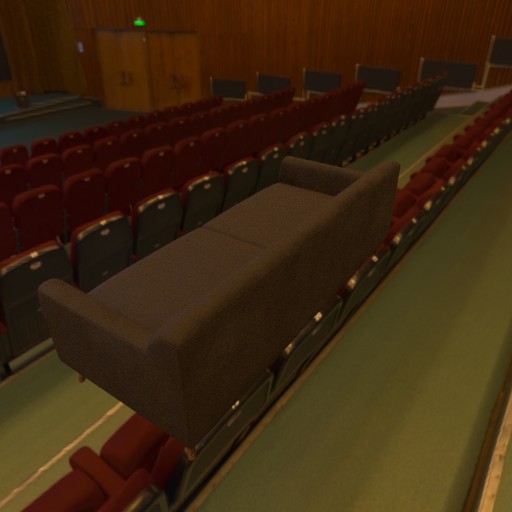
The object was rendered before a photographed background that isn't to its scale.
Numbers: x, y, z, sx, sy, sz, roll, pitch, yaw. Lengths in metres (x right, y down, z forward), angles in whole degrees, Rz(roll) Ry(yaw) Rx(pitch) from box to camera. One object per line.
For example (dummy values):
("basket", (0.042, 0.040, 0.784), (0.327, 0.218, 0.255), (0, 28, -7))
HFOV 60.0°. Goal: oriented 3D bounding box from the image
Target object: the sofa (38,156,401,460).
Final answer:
("sofa", (0.000, 0.000, 2.639), (0.900, 0.740, 2.190), (20, 37, 29))
